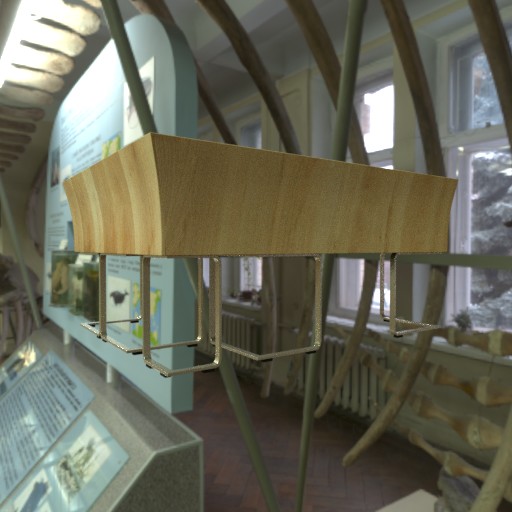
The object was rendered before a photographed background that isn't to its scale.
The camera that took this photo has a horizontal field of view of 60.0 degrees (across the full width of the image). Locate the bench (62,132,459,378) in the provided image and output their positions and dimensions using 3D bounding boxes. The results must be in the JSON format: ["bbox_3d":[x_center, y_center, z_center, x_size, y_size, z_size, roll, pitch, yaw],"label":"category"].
[{"bbox_3d":[0.000,0.000,2.750,1.945,0.930,1.495,-1,2,-35],"label":"bench"}]
